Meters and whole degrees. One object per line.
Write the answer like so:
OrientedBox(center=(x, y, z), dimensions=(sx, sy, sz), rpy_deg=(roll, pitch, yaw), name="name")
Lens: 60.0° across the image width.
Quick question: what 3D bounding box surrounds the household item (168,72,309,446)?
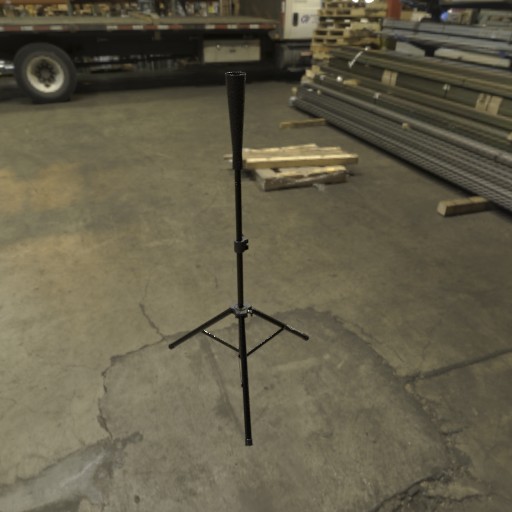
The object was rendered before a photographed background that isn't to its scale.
OrientedBox(center=(0.000, 0.000, 1.394), dimensions=(0.559, 1.067, 0.559), rpy_deg=(-11, 33, -17), name="household item")
